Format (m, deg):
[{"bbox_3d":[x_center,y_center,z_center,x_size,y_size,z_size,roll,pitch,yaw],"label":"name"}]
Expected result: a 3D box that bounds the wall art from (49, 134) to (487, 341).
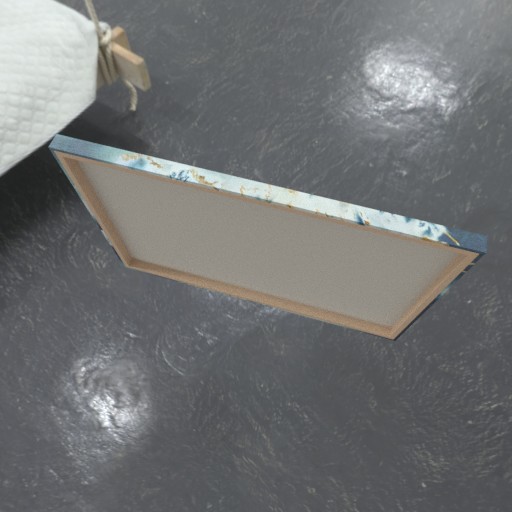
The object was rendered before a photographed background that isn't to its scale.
[{"bbox_3d":[0.000,0.000,1.170,0.912,0.608,0.038,15,65,7],"label":"wall art"}]
